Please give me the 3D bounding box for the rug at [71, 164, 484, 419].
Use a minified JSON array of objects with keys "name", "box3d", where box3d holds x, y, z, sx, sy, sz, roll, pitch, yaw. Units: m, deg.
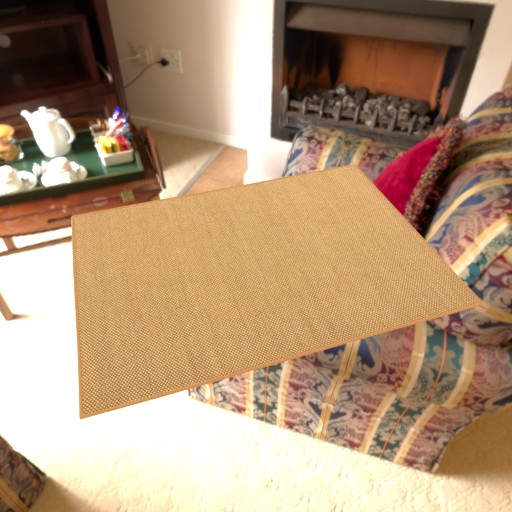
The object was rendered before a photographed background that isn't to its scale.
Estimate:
[{"name":"rug","box3d":[0.000,0.000,2.708,2.134,0.013,1.524,-13,44,-13]}]
